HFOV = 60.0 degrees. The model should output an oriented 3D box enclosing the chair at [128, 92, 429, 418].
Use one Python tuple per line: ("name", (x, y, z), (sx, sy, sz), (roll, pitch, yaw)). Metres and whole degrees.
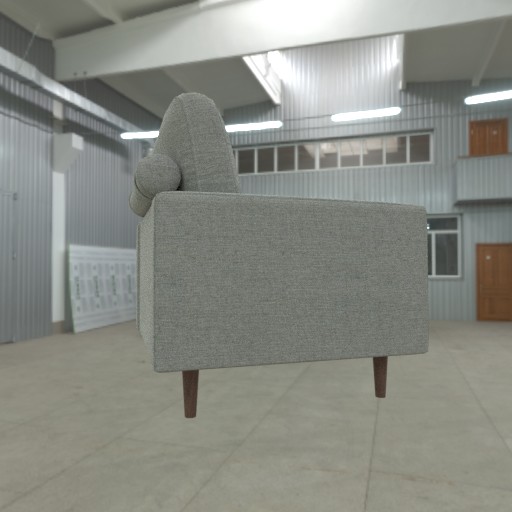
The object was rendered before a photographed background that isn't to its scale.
("chair", (0.000, 0.000, 1.543), (0.843, 0.880, 0.821), (0, -1, -18))
